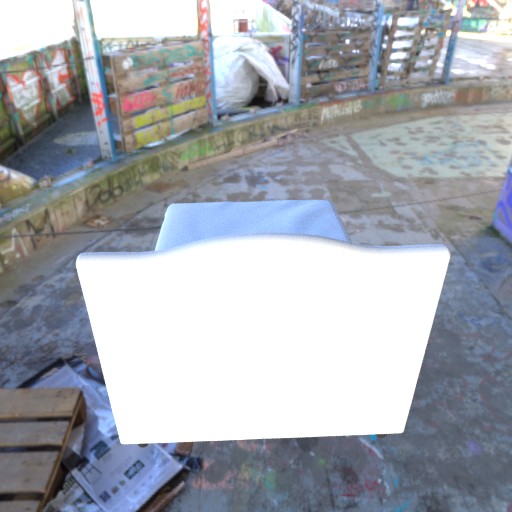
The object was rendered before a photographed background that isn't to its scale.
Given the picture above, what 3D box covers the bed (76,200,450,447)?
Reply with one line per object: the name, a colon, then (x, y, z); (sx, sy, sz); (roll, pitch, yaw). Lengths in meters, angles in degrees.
bed: (0.000, 0.000, 3.271); (1.753, 1.460, 2.143); (-1, 31, -2)
